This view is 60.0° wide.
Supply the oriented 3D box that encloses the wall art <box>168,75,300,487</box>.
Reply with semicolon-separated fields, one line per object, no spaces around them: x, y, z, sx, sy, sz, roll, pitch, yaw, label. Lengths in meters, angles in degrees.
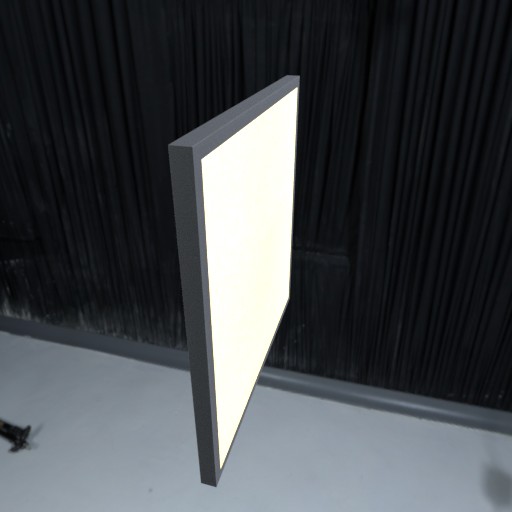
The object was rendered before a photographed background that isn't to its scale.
0.000;0.000;1.121;0.037;0.760;0.762;8;30;14;wall art
